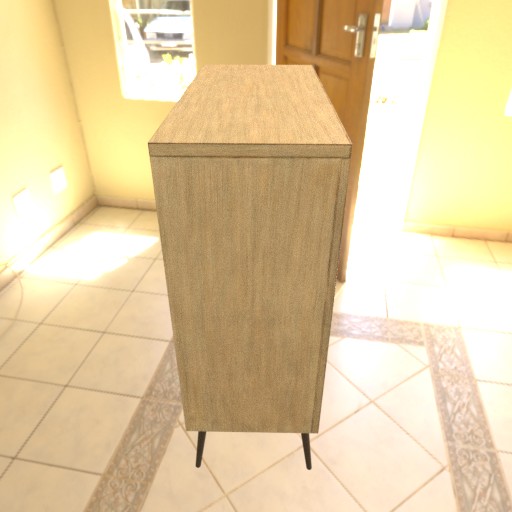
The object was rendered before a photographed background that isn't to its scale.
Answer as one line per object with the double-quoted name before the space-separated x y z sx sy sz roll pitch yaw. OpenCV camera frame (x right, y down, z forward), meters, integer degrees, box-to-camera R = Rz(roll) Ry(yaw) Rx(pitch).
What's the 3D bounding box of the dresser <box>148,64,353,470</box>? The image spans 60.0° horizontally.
"dresser" 0.000 0.000 1.718 0.457 1.219 1.016 1 32 1
